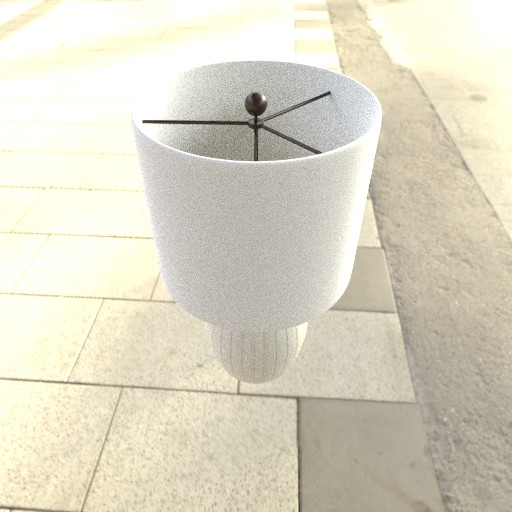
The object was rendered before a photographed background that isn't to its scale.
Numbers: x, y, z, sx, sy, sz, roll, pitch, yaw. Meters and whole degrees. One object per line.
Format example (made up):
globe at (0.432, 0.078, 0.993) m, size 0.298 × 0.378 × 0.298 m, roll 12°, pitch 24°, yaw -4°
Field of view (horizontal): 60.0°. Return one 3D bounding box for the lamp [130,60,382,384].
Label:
lamp at (0.000, 0.000, 0.768) m, size 0.328 × 0.570 × 0.328 m, roll 0°, pitch 42°, yaw 0°
